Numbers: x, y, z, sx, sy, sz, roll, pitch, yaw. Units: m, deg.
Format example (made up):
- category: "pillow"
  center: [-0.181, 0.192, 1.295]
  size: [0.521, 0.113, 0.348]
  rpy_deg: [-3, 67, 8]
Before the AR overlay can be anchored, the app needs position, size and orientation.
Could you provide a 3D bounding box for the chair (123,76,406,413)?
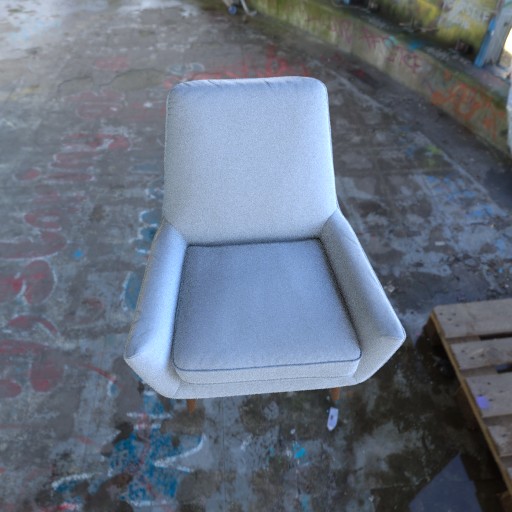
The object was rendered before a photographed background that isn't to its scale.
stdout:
- category: "chair"
  center: [0.000, 0.000, 1.505]
  size: [0.787, 0.888, 0.822]
  rpy_deg: [-4, 48, -3]
